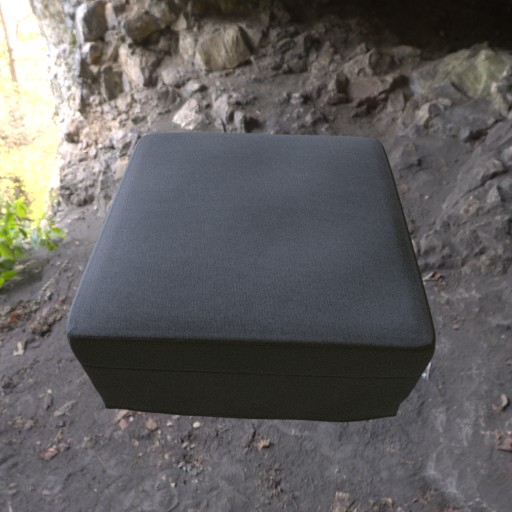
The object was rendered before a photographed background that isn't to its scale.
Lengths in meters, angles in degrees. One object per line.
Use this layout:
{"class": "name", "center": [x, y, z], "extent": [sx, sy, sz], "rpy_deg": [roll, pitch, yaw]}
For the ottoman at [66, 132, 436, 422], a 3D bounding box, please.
{"class": "ottoman", "center": [0.000, 0.000, 1.352], "extent": [0.842, 0.441, 0.843], "rpy_deg": [2, 47, 2]}
